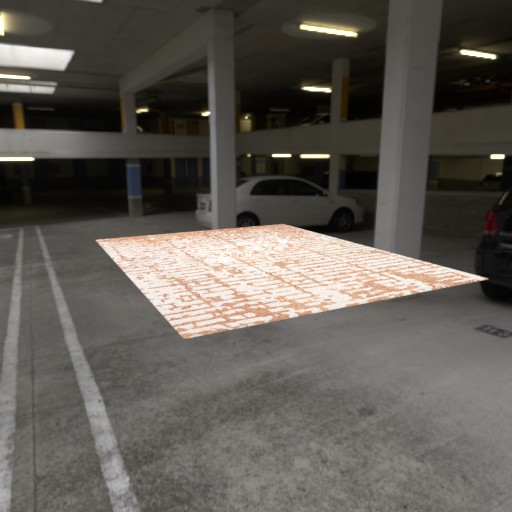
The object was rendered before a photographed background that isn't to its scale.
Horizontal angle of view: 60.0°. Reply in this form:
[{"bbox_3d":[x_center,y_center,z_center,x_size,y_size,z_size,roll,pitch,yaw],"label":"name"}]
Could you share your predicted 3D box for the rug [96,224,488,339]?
[{"bbox_3d":[0.000,0.000,4.166,2.441,0.011,3.050,-7,15,-27],"label":"rug"}]
